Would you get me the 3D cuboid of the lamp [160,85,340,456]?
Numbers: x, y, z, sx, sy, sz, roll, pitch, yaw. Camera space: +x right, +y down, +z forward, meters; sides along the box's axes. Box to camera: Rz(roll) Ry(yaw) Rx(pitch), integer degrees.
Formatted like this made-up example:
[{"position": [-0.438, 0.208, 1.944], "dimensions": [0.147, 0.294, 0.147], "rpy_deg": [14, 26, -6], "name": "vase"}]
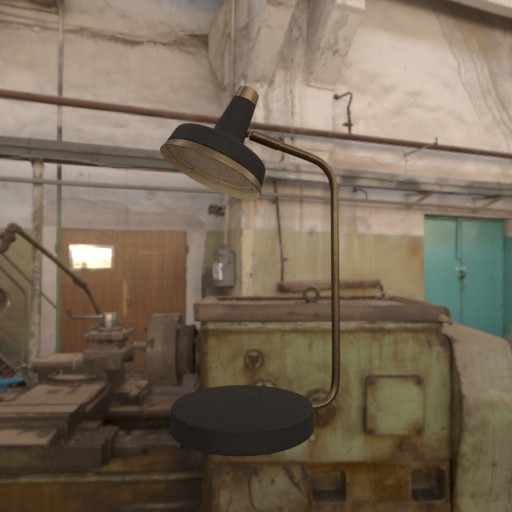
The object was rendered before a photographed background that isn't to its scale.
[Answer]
[{"position": [0.000, 0.000, 0.510], "dimensions": [0.218, 0.385, 0.162], "rpy_deg": [0, -1, -19], "name": "lamp"}]
